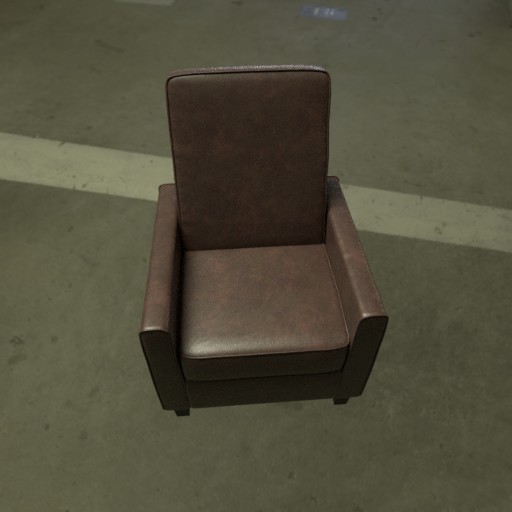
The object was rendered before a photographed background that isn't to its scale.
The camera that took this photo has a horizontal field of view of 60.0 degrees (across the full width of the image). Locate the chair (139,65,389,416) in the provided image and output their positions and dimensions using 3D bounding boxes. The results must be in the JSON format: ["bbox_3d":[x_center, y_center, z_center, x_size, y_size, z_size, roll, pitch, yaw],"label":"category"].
[{"bbox_3d":[0.000,0.000,1.517,0.705,1.013,0.746,-3,47,-3],"label":"chair"}]
